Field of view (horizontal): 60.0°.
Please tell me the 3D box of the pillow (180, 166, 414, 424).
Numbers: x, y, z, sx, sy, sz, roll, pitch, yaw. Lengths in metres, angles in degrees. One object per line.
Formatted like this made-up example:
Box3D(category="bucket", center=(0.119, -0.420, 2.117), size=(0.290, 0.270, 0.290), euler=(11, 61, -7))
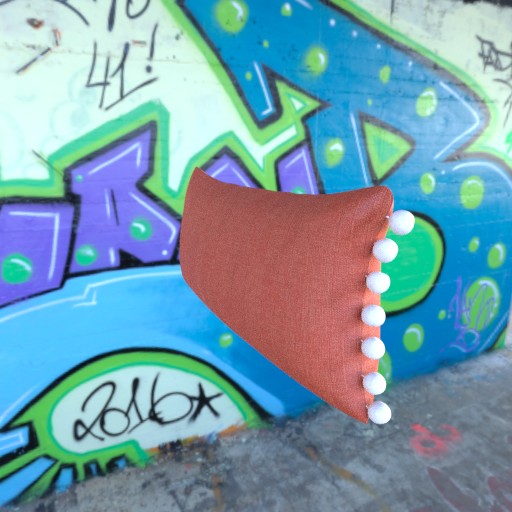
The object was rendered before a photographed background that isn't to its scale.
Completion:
Box3D(category="pillow", center=(0.000, 0.000, 0.832), size=(0.201, 0.322, 0.709), euler=(-8, 17, -26))
